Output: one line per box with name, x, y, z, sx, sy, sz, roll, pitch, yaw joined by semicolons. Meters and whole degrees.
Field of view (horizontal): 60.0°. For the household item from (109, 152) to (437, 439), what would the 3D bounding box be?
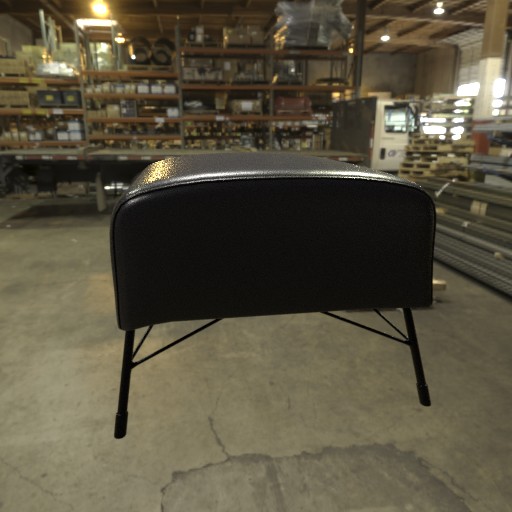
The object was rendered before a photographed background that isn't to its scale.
household item;0.000;0.000;0.914;0.530;0.410;0.530;-3;16;-9
